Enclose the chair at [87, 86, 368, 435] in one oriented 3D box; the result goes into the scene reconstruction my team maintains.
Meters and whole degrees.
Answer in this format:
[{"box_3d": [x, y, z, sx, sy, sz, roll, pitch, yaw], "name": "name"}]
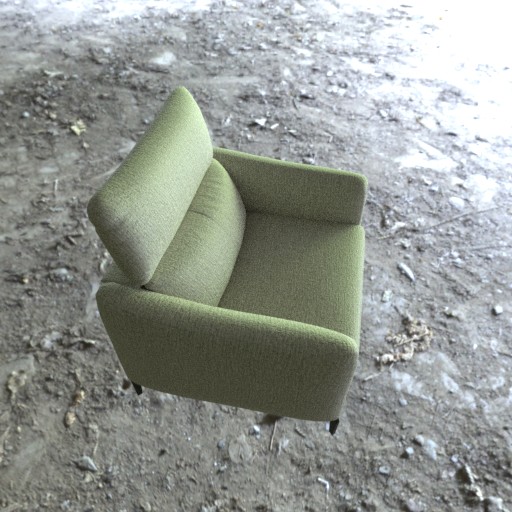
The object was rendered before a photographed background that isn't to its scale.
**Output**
[{"box_3d": [0.000, 0.000, 1.687, 0.835, 0.967, 0.972, 9, 46, 8], "name": "chair"}]
